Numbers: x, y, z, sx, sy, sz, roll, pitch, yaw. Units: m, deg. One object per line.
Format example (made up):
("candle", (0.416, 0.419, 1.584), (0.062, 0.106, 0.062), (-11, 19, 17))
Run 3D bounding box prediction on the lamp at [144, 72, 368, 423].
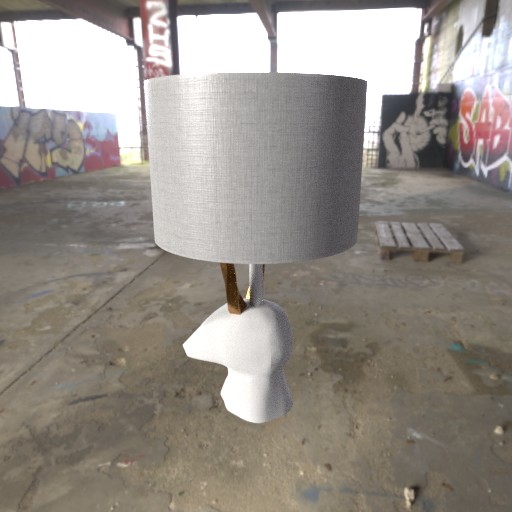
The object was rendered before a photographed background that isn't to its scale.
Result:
("lamp", (0.000, 0.000, 0.678), (0.298, 0.503, 0.298), (8, 19, 26))
